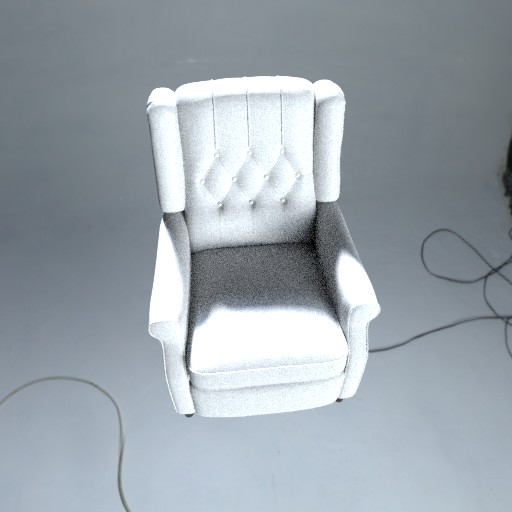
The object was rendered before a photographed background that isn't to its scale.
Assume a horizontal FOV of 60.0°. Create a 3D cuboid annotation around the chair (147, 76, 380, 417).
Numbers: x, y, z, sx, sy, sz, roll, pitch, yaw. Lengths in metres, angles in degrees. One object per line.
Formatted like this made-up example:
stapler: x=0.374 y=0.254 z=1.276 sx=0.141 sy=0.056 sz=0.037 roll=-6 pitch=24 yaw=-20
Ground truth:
chair: x=0.000 y=0.000 z=1.652 sx=0.742 sy=1.035 sz=0.902 roll=-4 pitch=48 yaw=-4
